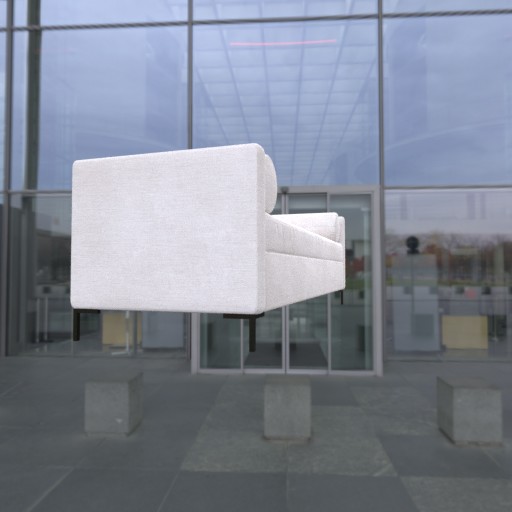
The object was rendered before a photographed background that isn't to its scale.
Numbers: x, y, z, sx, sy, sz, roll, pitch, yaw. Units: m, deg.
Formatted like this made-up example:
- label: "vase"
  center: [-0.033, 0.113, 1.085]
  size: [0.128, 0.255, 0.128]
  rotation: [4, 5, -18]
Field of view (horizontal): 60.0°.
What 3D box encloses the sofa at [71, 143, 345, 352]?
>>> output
- label: "sofa"
  center: [0.000, 0.000, 2.347]
  size: [0.686, 0.635, 1.981]
  rotation: [-1, -2, 19]
